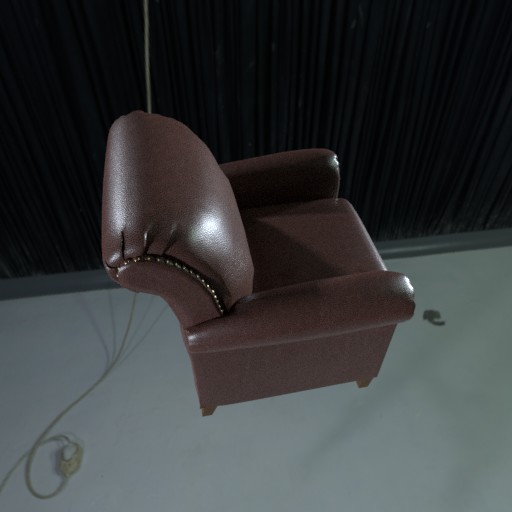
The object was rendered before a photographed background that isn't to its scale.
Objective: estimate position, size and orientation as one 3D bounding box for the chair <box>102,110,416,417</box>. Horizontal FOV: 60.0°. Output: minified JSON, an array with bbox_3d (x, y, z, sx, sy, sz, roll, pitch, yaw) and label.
[{"bbox_3d":[0.000,0.000,1.600,0.890,0.927,0.854,-8,46,-8],"label":"chair"}]
